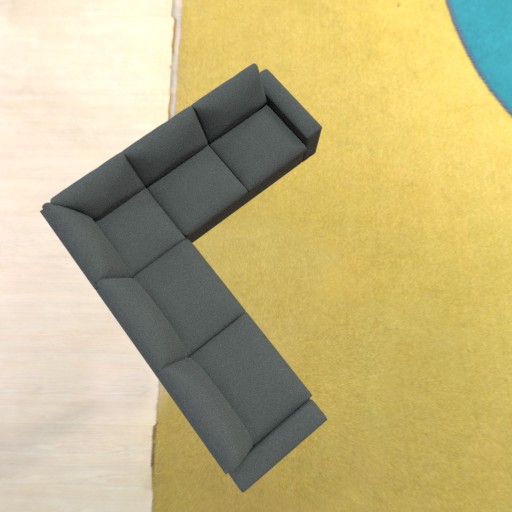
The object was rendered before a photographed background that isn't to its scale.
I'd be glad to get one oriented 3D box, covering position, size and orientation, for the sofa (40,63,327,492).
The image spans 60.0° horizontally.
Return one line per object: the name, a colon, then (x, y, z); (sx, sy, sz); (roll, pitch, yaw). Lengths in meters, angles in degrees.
sofa: (0.000, 0.000, 4.557); (2.895, 0.965, 3.277); (-37, 78, -10)
